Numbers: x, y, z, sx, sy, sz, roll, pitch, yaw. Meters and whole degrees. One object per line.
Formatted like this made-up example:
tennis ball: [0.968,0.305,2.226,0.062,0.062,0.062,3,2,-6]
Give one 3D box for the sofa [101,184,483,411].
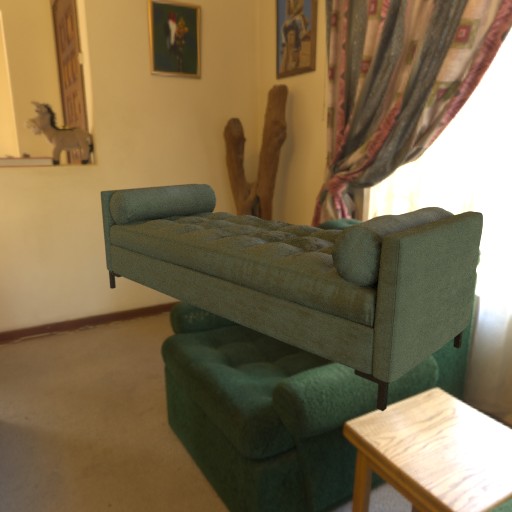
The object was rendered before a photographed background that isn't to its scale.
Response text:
sofa: [0.000,0.000,2.497,2.130,0.681,0.817,14,20,43]
